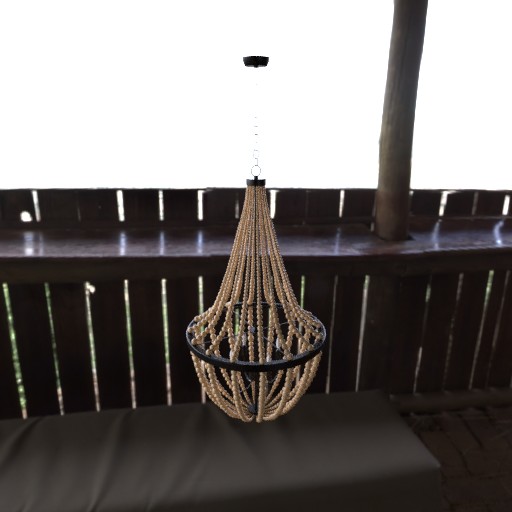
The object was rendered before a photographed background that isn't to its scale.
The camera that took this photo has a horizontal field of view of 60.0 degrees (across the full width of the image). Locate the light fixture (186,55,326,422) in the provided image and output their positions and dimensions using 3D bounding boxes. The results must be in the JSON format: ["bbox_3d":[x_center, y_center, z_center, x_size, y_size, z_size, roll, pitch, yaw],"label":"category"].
[{"bbox_3d":[0.000,0.000,1.374,0.450,1.133,0.450,0,17,0],"label":"light fixture"}]
